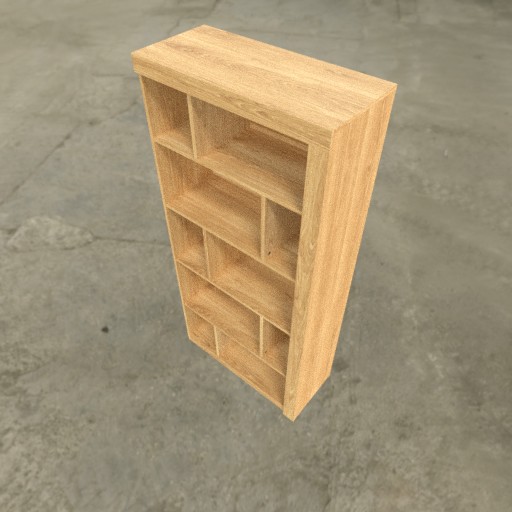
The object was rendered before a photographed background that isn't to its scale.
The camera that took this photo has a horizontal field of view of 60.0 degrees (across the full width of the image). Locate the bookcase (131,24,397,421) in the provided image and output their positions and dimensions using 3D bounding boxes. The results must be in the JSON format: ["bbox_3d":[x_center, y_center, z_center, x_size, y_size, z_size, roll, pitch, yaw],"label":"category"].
[{"bbox_3d":[0.000,0.000,2.384,0.950,2.020,0.420,30,53,27],"label":"bookcase"}]
